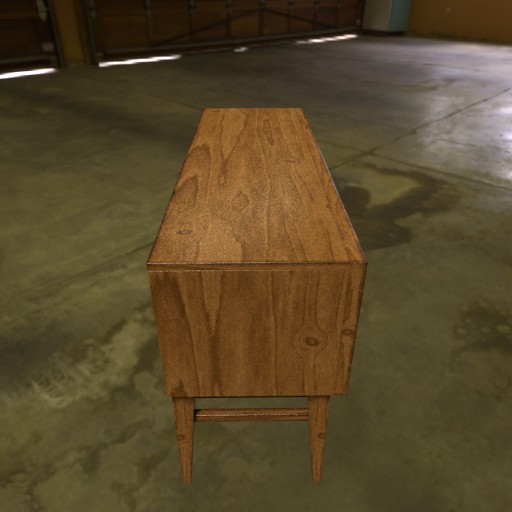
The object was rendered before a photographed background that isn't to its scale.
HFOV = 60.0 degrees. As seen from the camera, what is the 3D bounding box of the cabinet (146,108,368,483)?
[{"bbox_3d":[0.000,0.000,1.719,0.477,0.802,1.363,0,31,-1],"label":"cabinet"}]
